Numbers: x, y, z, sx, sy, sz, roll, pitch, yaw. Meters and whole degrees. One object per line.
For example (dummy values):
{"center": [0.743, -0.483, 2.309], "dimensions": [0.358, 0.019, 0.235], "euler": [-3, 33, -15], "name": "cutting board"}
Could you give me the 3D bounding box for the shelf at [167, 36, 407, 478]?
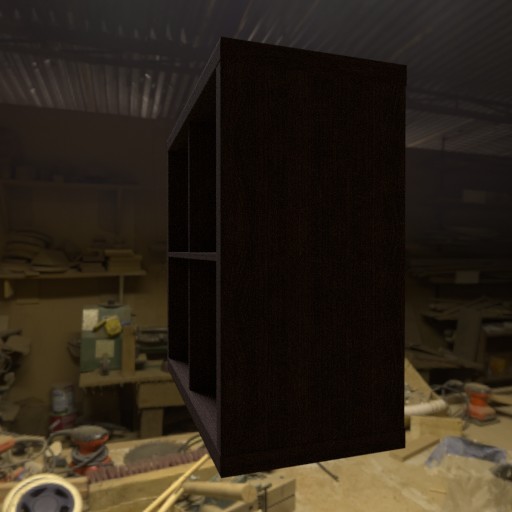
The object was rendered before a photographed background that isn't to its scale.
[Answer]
{"center": [0.000, 0.000, 1.224], "dimensions": [0.390, 0.786, 0.790], "euler": [0, 1, -18], "name": "shelf"}
